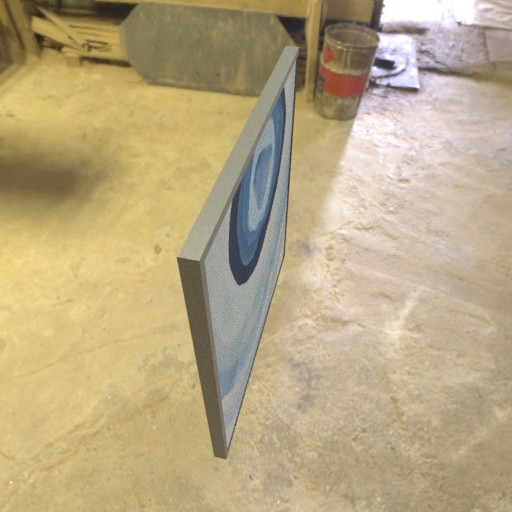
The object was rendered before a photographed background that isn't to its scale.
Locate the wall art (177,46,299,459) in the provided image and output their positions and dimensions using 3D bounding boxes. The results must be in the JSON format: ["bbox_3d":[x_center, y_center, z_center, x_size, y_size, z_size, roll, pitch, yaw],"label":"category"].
[{"bbox_3d":[0.000,0.000,1.211,0.038,0.807,0.809,10,47,10],"label":"wall art"}]
